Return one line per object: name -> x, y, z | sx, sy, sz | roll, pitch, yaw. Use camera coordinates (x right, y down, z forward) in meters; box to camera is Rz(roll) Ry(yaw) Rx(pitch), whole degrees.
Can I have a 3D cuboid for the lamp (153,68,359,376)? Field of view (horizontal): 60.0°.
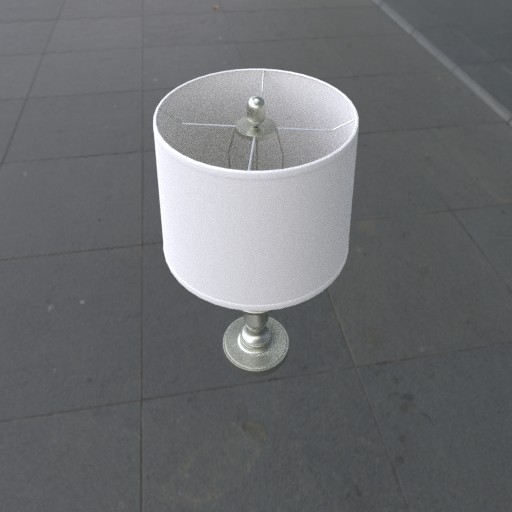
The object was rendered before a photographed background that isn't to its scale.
lamp -> 0.000, 0.000, 0.970 | 0.383, 0.733, 0.383 | 0, 46, 0
